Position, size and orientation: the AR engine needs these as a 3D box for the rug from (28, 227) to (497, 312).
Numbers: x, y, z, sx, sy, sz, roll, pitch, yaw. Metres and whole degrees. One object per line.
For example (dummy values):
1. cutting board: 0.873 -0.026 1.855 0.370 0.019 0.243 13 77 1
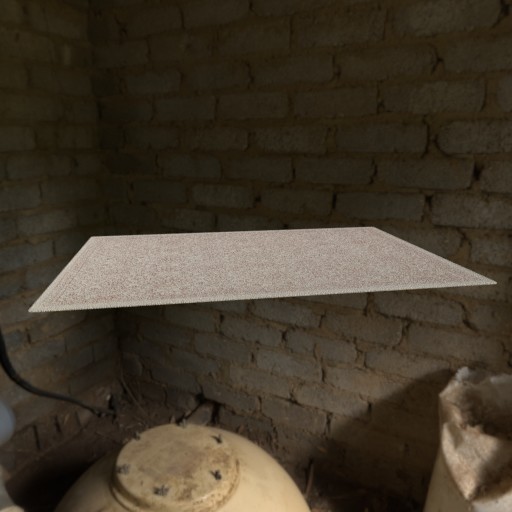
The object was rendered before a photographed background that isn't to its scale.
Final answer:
1. rug: 0.000 0.000 2.272 1.829 0.010 1.219 -3 15 -10
